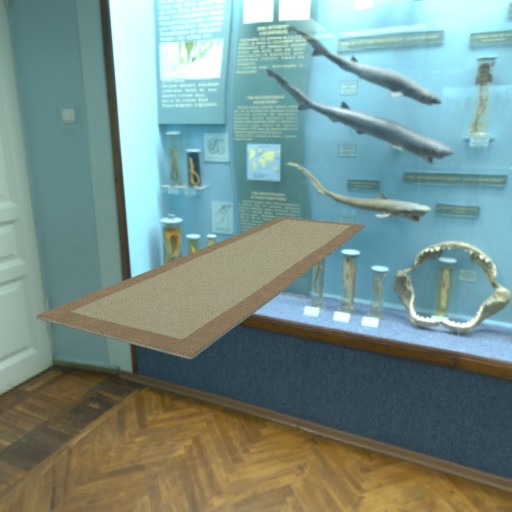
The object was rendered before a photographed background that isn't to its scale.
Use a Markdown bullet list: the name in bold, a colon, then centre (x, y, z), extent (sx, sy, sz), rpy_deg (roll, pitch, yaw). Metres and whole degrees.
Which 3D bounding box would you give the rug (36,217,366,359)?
- **rug**: centre (0.000, 0.000, 2.657), extent (0.767, 0.012, 2.430), rpy_deg (8, 17, 26)
